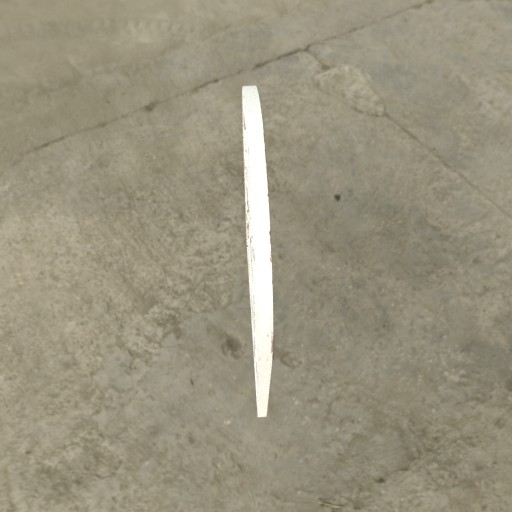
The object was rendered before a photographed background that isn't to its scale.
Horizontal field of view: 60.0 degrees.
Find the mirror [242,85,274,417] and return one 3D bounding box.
[{"bbox_3d":[0.000,0.000,1.194,0.032,0.920,0.660,-3,60,-2],"label":"mirror"}]
